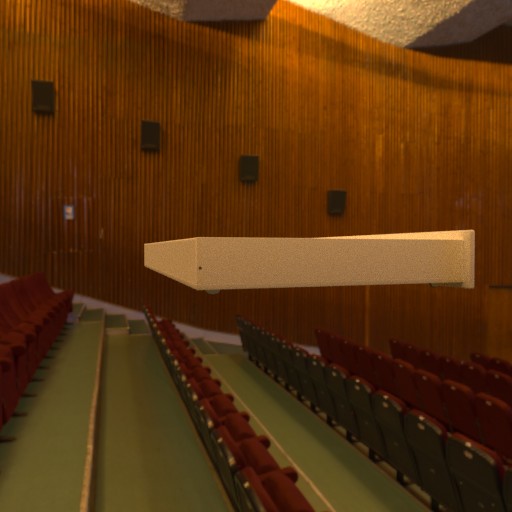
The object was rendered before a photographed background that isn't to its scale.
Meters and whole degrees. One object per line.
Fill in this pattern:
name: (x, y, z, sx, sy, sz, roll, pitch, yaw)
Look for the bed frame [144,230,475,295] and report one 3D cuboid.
bed frame: (0.000, 0.000, 1.573, 0.670, 0.141, 1.300, 0, 1, -19)
